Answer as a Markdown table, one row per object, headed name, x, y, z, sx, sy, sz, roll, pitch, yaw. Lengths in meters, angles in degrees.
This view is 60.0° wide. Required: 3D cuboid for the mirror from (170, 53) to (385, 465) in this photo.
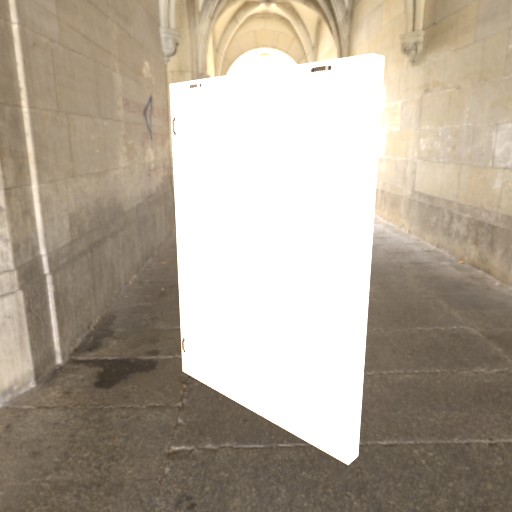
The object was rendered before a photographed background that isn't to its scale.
| name | x | y | z | sx | sy | sz | roll | pitch | yaw |
| --- | --- | --- | --- | --- | --- | --- | --- | --- | --- |
| mirror | 0.000 | 0.000 | 0.920 | 0.507 | 0.710 | 0.040 | 13 | 19 | 42 |
